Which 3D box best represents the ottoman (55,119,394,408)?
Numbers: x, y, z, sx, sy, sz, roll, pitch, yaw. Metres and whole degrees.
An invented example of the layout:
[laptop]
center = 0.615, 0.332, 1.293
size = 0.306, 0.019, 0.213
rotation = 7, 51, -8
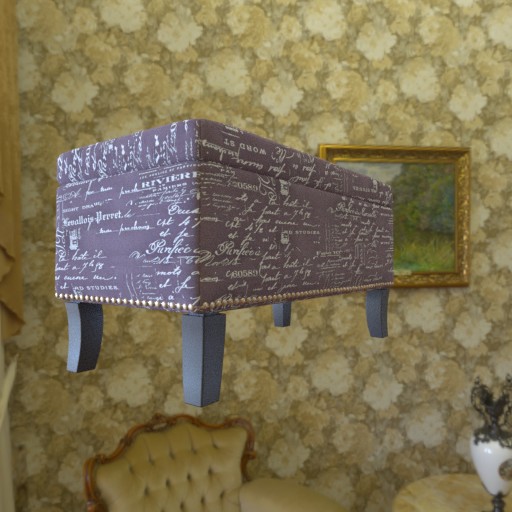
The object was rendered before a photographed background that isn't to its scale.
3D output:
[ottoman]
center = 0.000, 0.000, 1.075
size = 0.406, 0.457, 0.813
rotation = 0, -1, 37
